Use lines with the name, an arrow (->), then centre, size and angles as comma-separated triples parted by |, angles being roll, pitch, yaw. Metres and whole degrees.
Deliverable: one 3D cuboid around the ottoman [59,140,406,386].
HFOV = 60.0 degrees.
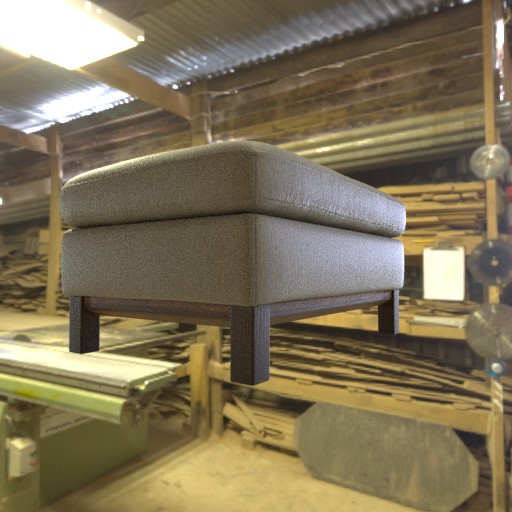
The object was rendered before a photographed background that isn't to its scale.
ottoman -> 0.000, 0.000, 1.053 | 0.528, 0.404, 0.735 | -1, -2, 35
